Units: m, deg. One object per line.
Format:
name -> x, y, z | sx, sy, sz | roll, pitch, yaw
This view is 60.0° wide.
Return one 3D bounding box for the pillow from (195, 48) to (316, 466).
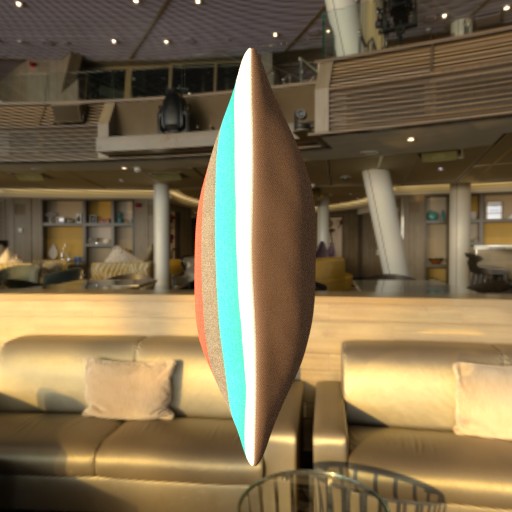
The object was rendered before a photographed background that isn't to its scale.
pillow -> 0.000, 0.000, 0.691 | 0.168, 0.443, 0.453 | 0, 1, 1
